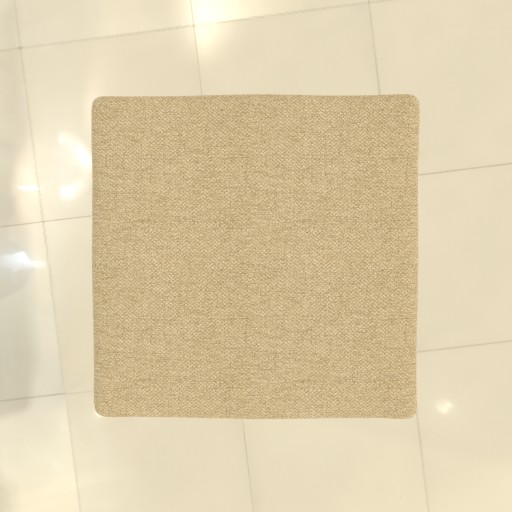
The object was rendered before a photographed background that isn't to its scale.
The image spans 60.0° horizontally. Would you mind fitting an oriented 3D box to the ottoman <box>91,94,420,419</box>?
[{"bbox_3d":[0.000,0.000,0.869,0.508,0.432,0.508,0,91,1],"label":"ottoman"}]
